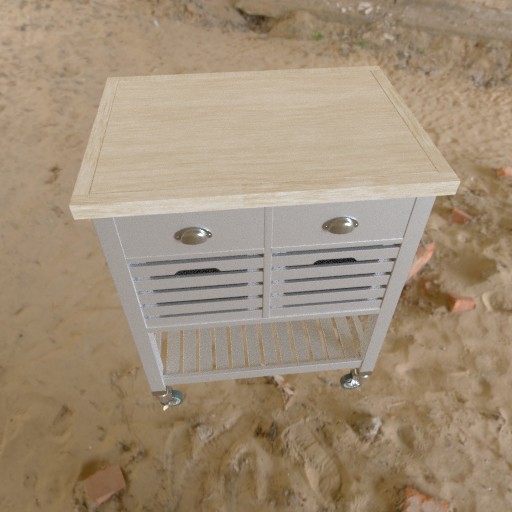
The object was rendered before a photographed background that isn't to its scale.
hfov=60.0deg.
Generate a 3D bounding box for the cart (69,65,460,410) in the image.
[{"bbox_3d":[0.000,0.000,1.376,0.762,0.914,0.559,-4,46,-4],"label":"cart"}]
